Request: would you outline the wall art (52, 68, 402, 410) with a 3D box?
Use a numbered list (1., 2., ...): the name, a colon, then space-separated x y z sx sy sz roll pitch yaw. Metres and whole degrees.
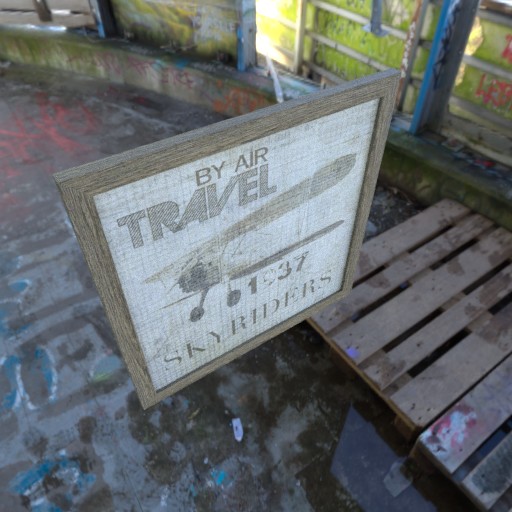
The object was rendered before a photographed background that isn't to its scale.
1. wall art: 0.000 0.000 0.744 0.508 0.508 0.019 -25 50 -23
